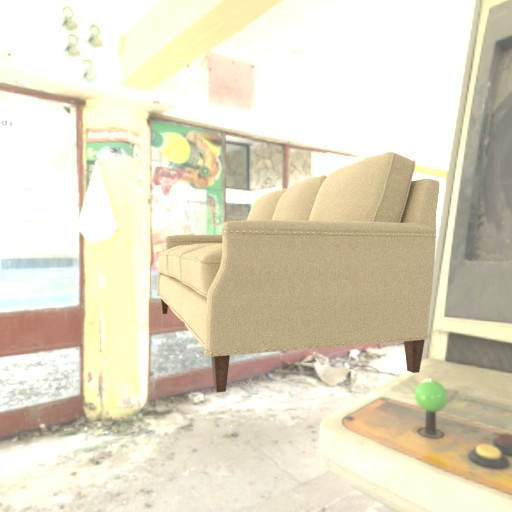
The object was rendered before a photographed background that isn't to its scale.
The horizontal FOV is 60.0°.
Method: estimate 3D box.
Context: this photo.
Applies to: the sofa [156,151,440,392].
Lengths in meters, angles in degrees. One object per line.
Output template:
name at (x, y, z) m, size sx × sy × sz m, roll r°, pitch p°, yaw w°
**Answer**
sofa at (0.000, 0.000, 2.860) m, size 1.084 × 1.003 × 2.246 m, roll 0°, pitch 1°, yaw -17°
